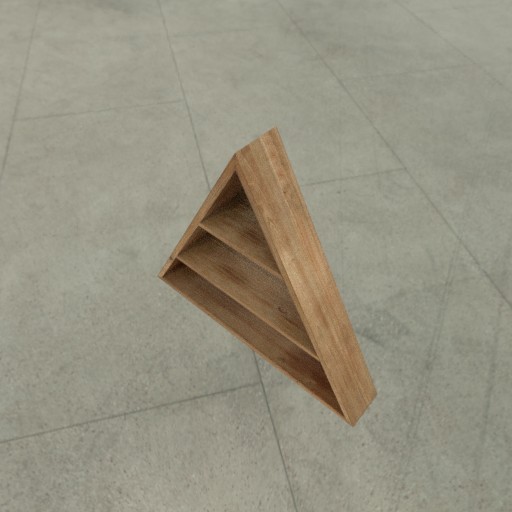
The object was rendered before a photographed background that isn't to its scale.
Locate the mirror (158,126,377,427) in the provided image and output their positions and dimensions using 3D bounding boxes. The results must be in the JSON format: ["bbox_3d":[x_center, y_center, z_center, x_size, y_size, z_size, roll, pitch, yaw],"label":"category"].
[{"bbox_3d":[0.000,0.000,0.897,0.631,0.548,0.100,33,56,26],"label":"mirror"}]
